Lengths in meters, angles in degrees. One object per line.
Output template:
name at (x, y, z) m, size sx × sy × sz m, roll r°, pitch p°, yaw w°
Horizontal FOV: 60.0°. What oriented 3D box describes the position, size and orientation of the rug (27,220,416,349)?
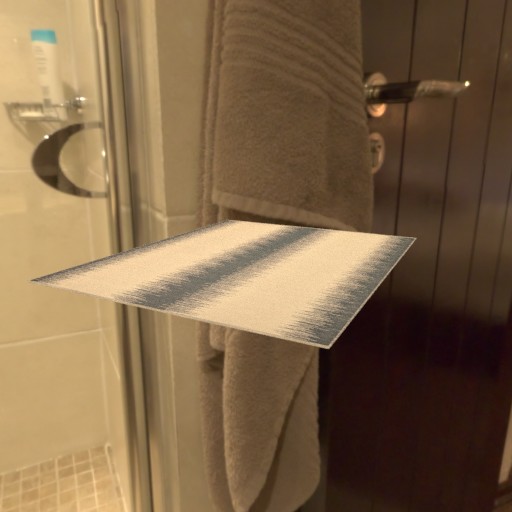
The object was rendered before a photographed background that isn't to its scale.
rug at (0.000, 0.000, 4.183) m, size 2.453 × 0.004 × 3.037 m, roll 8°, pitch 17°, yaw 27°
